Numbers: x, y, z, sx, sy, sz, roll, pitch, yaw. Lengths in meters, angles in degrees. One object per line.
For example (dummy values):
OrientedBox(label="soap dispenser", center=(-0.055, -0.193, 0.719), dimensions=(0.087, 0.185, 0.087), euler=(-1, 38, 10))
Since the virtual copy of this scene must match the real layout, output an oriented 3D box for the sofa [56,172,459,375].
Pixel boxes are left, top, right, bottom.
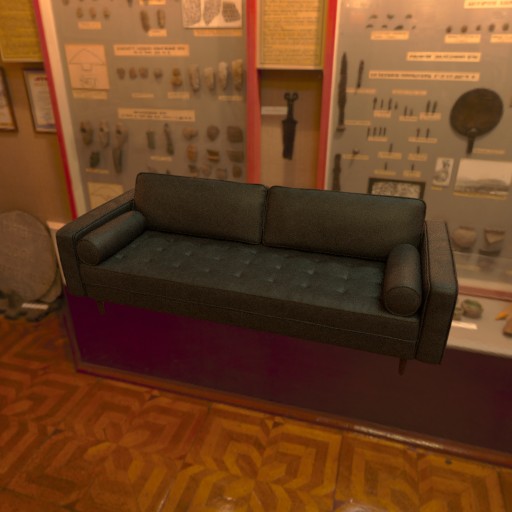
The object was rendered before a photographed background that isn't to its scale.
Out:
OrientedBox(label="sofa", center=(0.000, 0.000, 2.707), dimensions=(2.210, 0.762, 0.914), euler=(8, 28, 16))
